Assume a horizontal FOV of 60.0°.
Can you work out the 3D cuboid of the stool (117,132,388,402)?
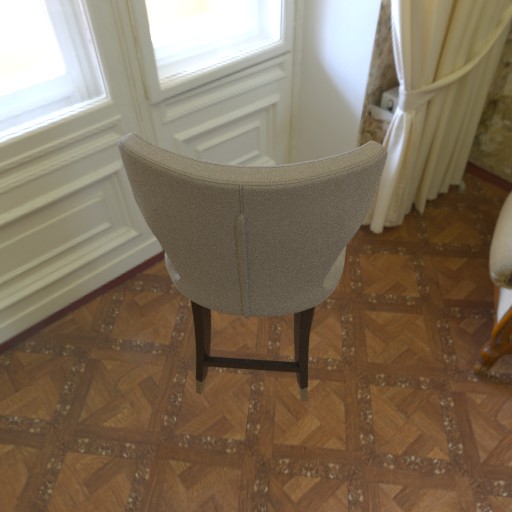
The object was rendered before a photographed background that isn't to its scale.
[{"bbox_3d":[0.000,0.000,1.309,0.527,0.982,0.563,3,47,3],"label":"stool"}]
